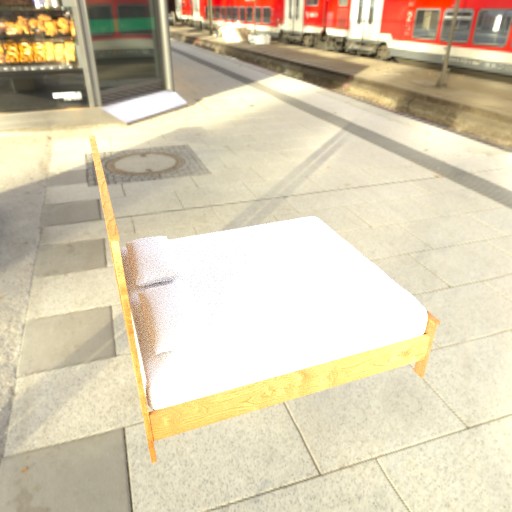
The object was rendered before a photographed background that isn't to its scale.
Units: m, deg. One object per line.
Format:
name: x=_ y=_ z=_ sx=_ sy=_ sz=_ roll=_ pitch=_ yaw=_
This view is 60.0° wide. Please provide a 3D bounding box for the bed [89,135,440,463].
bed: x=0.000 y=0.000 z=3.610 sx=2.201 sy=1.686 sz=1.936 roll=-11 pitch=31 yaw=-18
